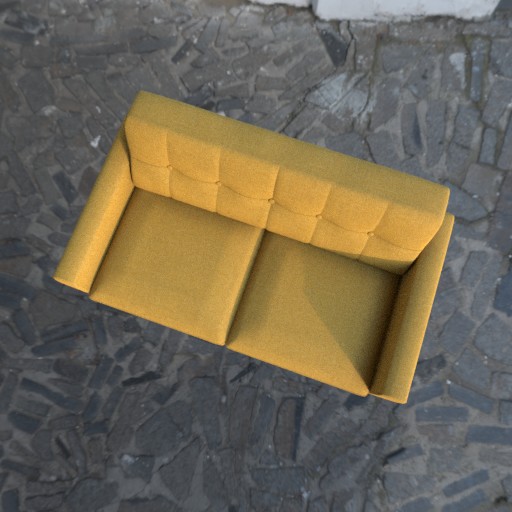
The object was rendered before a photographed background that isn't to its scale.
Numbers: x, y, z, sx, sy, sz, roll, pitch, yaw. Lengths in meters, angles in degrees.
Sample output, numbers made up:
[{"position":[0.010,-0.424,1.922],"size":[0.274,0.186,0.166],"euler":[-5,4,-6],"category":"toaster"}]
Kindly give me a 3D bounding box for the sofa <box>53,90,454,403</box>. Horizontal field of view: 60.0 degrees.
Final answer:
[{"position":[0.000,0.000,2.135],"size":[1.631,0.841,0.909],"euler":[19,78,4],"category":"sofa"}]
